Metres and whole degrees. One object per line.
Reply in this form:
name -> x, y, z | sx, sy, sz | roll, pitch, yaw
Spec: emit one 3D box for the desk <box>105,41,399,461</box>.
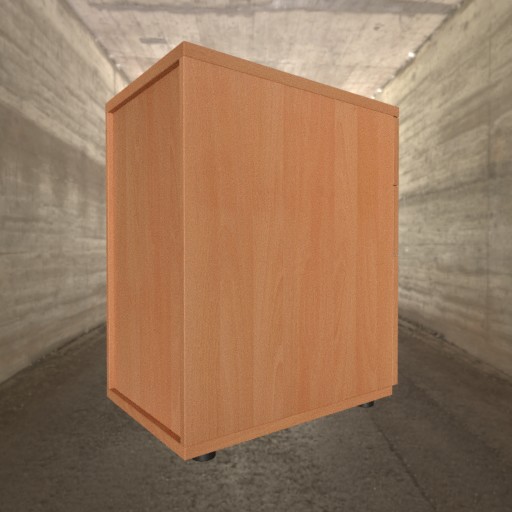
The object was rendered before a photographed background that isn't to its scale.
desk -> 0.000, 0.000, 1.085 | 0.600, 0.730, 0.404 | -1, 1, -37
